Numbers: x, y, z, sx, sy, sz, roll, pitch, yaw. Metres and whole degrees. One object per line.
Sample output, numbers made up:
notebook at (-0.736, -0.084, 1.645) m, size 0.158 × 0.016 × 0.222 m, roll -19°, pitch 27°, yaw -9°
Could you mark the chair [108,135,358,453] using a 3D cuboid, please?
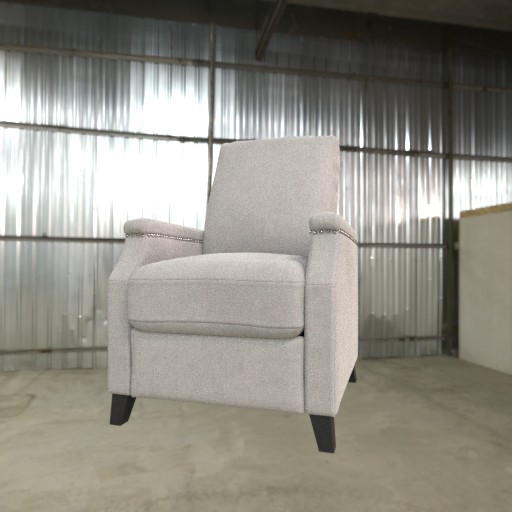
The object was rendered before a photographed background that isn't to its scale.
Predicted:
chair at (0.000, 0.000, 1.665) m, size 0.710 × 1.049 × 0.922 m, roll 0°, pitch -1°, yaw 17°
